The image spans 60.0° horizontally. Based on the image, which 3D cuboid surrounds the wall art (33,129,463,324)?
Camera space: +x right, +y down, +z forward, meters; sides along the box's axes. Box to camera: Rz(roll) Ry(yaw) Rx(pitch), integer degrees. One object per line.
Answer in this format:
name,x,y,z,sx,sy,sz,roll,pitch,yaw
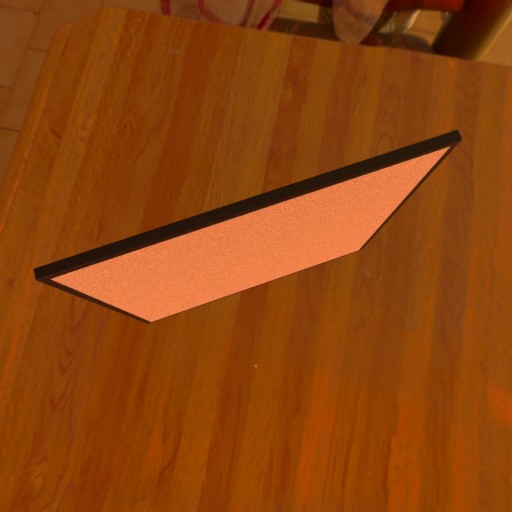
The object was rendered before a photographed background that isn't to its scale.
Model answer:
wall art,0.000,0.000,0.672,0.457,0.458,0.012,-19,77,-5
